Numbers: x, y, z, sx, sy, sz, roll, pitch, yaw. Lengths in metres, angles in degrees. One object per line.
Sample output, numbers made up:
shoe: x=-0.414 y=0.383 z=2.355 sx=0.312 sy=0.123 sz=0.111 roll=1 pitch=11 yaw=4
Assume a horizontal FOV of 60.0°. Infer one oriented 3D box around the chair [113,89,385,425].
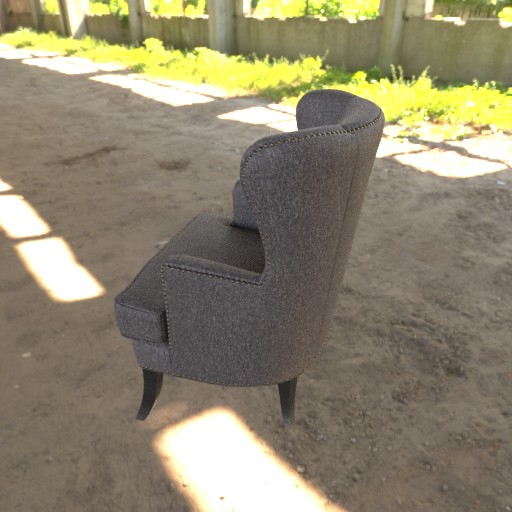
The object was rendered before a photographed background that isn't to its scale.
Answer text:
chair: x=0.000 y=0.000 z=1.589 sx=0.758 sy=1.060 sz=0.759 roll=8 pitch=30 yaw=14
